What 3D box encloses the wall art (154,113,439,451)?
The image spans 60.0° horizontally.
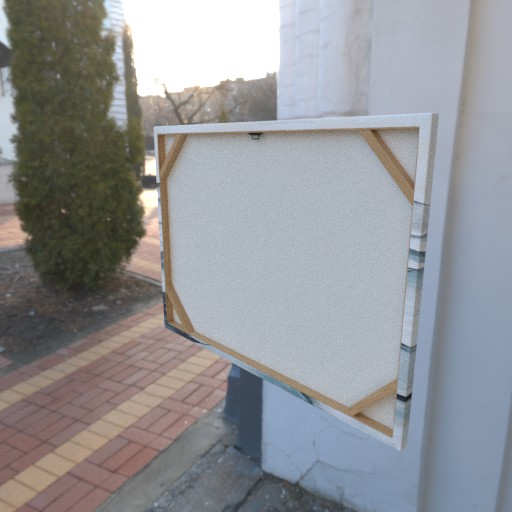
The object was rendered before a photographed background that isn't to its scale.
[{"bbox_3d":[0.000,0.000,1.577,0.039,0.915,1.219,-13,19,-42],"label":"wall art"}]
